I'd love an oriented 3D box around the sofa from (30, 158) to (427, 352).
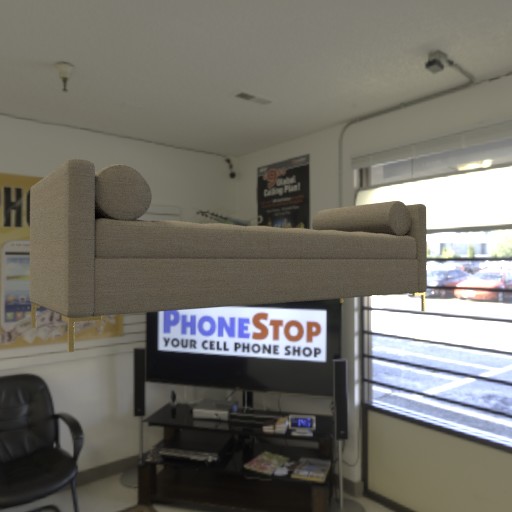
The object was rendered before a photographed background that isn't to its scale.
[{"bbox_3d":[0.000,0.000,2.264,1.981,0.635,0.686,0,-1,-36],"label":"sofa"}]
